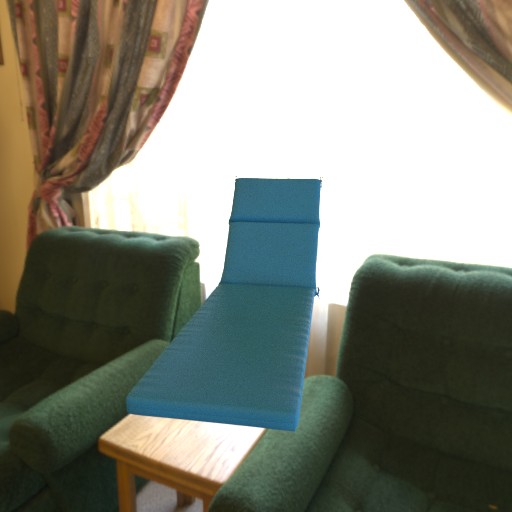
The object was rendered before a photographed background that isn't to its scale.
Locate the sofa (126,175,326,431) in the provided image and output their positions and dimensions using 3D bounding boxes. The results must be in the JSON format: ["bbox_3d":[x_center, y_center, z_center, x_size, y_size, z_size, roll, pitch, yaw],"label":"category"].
[{"bbox_3d":[0.000,0.000,2.006,0.582,0.622,1.663,2,14,9],"label":"sofa"}]
